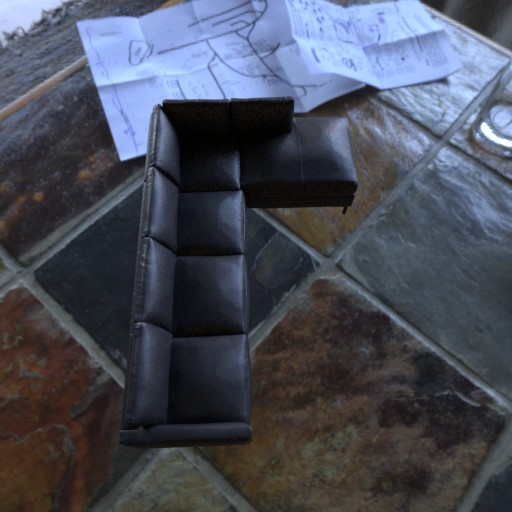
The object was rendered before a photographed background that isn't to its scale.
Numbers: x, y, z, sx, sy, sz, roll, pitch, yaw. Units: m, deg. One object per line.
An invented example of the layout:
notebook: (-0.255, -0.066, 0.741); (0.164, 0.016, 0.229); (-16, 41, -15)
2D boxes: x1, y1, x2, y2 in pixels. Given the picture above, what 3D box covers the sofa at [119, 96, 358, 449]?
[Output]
sofa: (0.000, 0.000, 3.814); (1.938, 0.877, 2.984); (-2, 64, -1)
